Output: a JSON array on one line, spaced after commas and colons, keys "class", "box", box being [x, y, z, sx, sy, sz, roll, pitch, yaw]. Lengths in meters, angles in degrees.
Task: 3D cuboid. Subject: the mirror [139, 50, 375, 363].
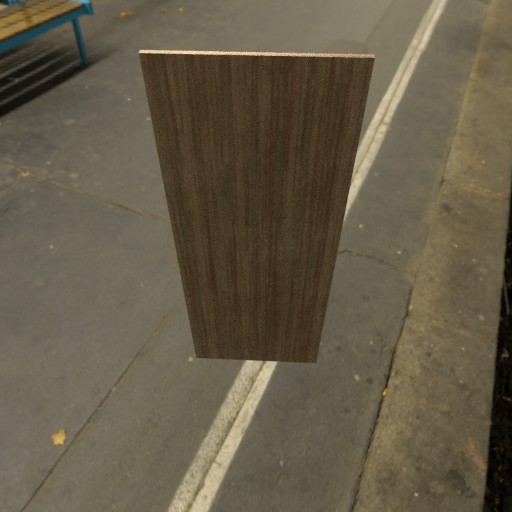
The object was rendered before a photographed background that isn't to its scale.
[{"class": "mirror", "box": [0.000, 0.000, 2.269, 0.812, 2.032, 0.025, 2, 47, 2]}]
